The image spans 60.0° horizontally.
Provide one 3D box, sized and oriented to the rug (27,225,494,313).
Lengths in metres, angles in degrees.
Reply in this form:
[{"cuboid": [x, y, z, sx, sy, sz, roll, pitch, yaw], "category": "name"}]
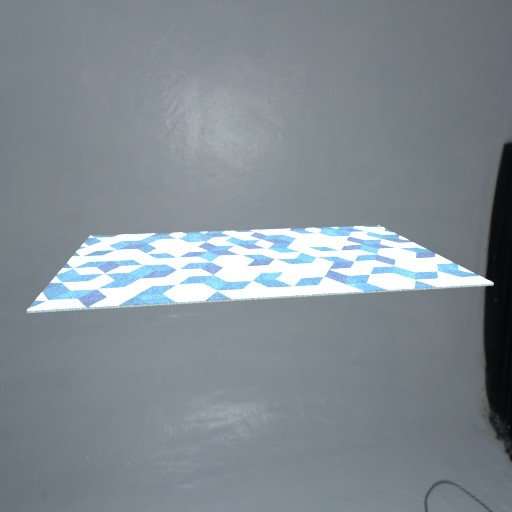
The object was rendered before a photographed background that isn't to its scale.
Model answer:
[{"cuboid": [0.000, 0.000, 2.996, 2.438, 0.015, 1.518, -3, 17, -9], "category": "rug"}]
